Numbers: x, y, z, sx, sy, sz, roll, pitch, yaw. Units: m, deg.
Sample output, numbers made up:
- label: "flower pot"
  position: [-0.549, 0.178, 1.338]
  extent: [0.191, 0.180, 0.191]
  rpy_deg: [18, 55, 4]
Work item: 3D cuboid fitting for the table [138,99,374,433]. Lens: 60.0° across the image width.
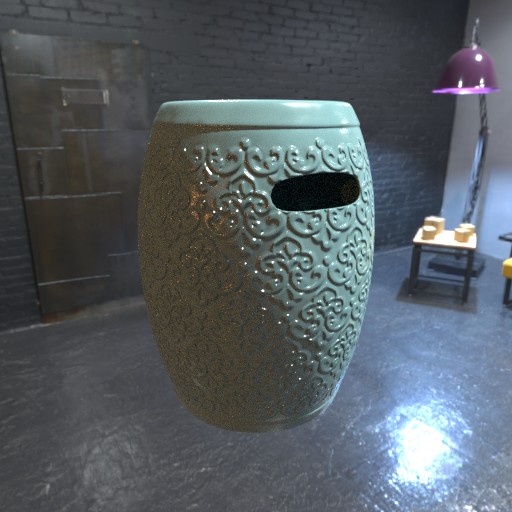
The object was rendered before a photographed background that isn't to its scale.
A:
- label: "table"
  position: [0.000, 0.000, 0.606]
  extent: [0.309, 0.397, 0.309]
  rpy_deg: [0, 17, 0]
